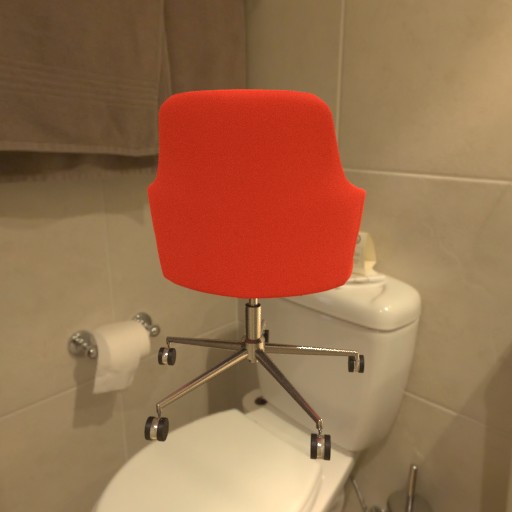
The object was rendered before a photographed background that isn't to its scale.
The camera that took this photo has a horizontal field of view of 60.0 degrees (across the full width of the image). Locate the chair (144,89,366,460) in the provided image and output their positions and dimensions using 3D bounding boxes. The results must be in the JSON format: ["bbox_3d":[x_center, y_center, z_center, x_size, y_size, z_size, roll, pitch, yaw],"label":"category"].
[{"bbox_3d":[0.000,0.000,1.216,0.655,0.820,0.600,2,17,7],"label":"chair"}]
